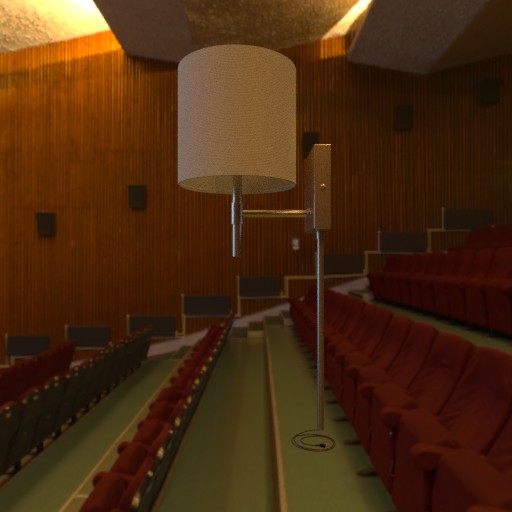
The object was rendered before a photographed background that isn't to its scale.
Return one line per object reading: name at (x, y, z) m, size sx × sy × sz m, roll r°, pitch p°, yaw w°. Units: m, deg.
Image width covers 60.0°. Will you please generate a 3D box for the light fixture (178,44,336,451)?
light fixture at (0.000, 0.000, 0.711) m, size 0.248 × 0.589 × 0.188 m, roll 0°, pitch 0°, yaw 0°
